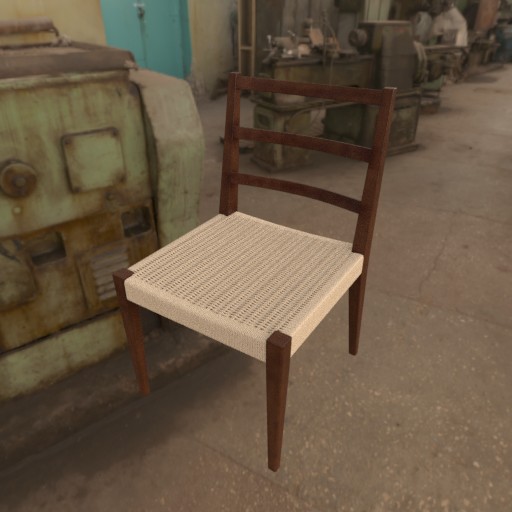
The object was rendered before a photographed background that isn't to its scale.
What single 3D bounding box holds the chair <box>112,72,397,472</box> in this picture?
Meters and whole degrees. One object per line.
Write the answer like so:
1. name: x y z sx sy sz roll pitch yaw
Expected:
1. chair: 0.000 0.000 1.165 0.480 0.813 0.551 18 35 28
